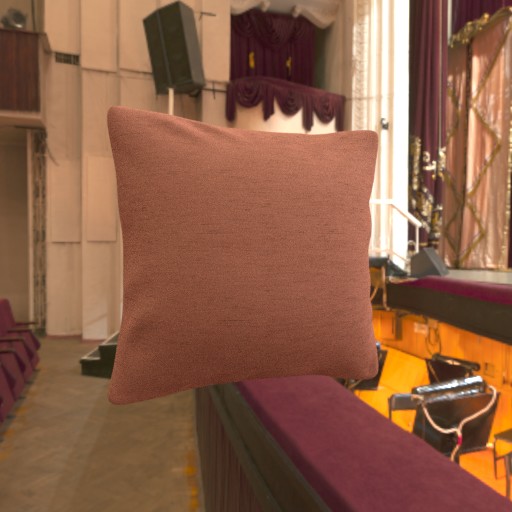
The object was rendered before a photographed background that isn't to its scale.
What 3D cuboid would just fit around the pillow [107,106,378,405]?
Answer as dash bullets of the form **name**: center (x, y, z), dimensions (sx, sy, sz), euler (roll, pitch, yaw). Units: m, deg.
- **pillow**: center (0.000, 0.000, 0.677), dimensions (0.432, 0.415, 0.246), euler (0, 1, -19)
